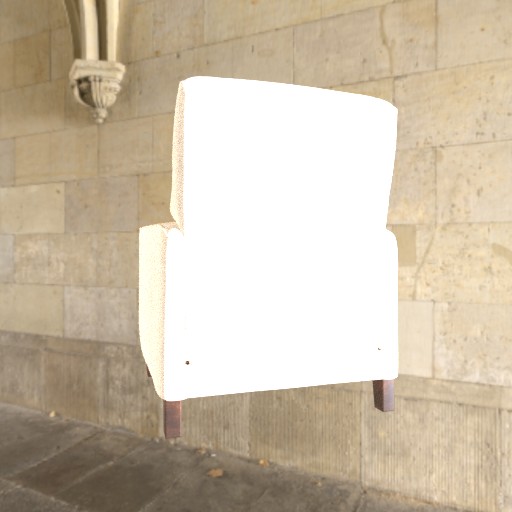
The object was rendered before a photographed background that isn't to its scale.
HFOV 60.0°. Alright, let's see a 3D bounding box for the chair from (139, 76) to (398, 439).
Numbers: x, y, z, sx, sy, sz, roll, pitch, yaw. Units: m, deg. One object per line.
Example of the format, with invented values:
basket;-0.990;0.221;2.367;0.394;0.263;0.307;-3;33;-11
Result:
chair;0.000;0.000;1.679;0.841;1.028;0.858;0;0;-18
